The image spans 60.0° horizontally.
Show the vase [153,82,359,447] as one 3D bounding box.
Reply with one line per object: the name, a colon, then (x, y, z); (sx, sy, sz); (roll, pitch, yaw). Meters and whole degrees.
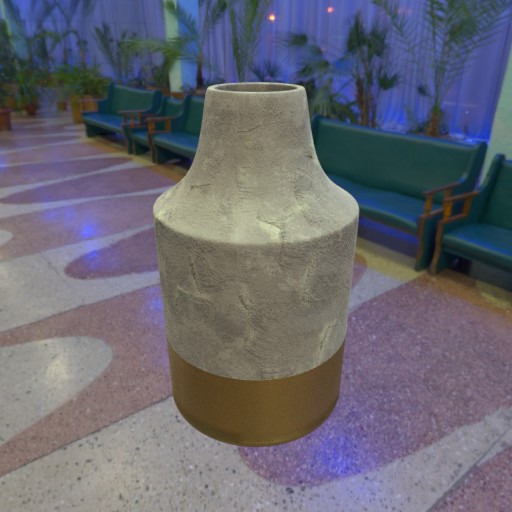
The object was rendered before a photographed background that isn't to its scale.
vase: (0.000, 0.000, 0.425); (0.184, 0.305, 0.184); (0, 27, 0)
